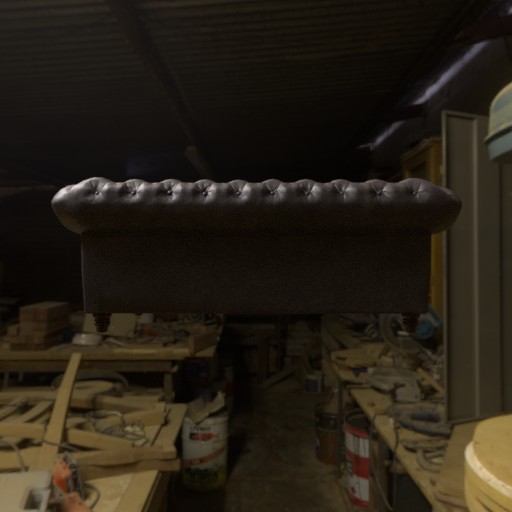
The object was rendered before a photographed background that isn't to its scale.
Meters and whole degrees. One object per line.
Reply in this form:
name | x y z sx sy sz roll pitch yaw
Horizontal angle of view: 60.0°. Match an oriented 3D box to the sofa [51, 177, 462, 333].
sofa | 0.000 0.000 2.556 2.048 0.779 0.944 0 -1 0
